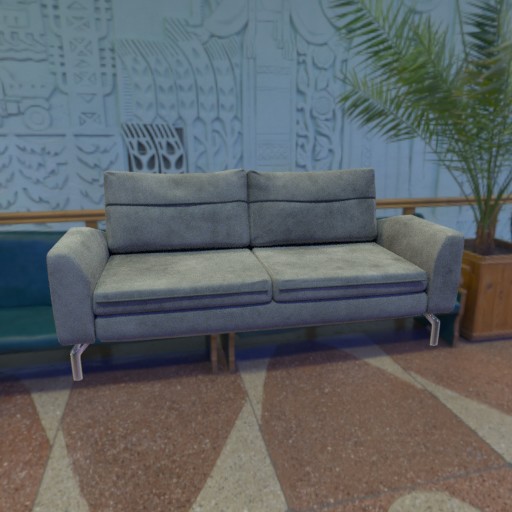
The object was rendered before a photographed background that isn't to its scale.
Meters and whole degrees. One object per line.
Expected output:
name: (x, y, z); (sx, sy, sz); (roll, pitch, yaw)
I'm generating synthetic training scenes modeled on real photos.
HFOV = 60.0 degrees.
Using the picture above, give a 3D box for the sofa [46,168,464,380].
sofa: (0.000, 0.000, 2.320); (1.837, 0.859, 0.849); (-3, 16, -11)
